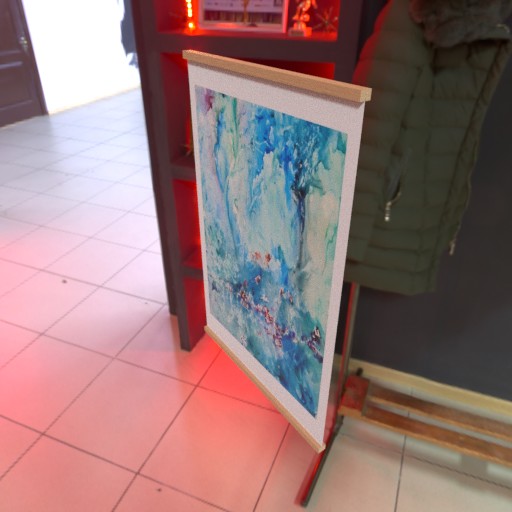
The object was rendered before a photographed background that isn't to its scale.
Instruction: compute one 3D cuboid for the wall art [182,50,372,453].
[{"bbox_3d":[0.000,0.000,1.892,0.040,1.510,0.991,-20,37,-30],"label":"wall art"}]
